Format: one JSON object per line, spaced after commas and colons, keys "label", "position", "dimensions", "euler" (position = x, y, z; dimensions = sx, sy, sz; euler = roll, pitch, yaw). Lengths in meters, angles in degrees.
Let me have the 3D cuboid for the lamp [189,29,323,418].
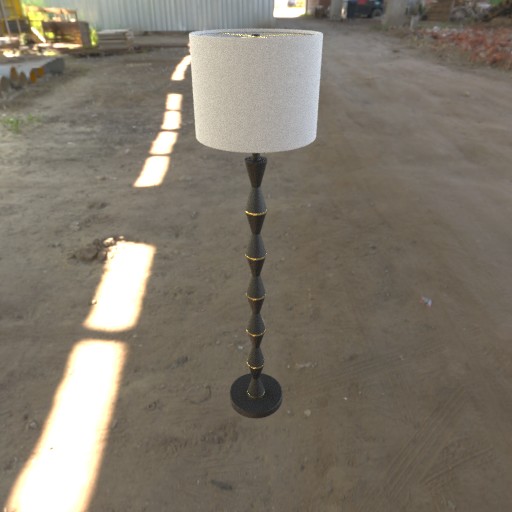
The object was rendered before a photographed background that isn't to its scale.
{"label": "lamp", "position": [0.000, 0.000, 1.641], "dimensions": [0.381, 1.480, 0.381], "euler": [-21, 36, -32]}
